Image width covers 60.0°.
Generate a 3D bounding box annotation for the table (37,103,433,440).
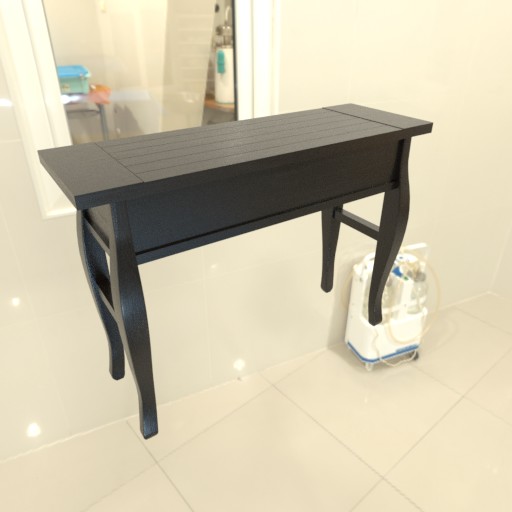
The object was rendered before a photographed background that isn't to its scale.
[{"bbox_3d":[0.000,0.000,1.412,1.062,0.768,0.373,-18,35,-29],"label":"table"}]
